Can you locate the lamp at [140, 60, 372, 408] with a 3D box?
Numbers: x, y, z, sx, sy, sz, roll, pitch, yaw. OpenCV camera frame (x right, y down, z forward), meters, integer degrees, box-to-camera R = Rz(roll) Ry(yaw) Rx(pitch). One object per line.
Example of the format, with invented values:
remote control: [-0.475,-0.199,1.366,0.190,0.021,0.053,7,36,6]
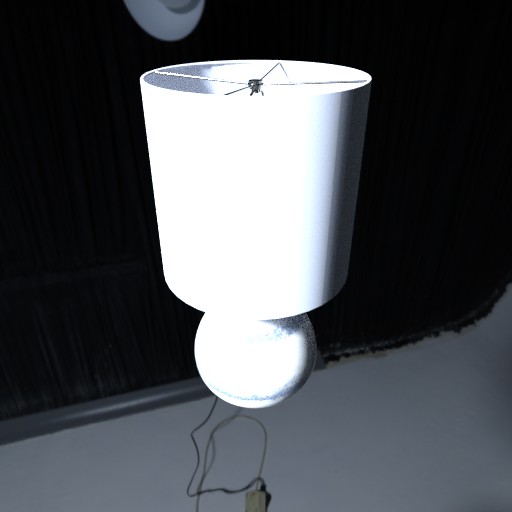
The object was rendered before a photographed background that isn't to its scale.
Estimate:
lamp: [0.000,0.000,0.527,0.216,0.404,0.216,-8,31,-13]
